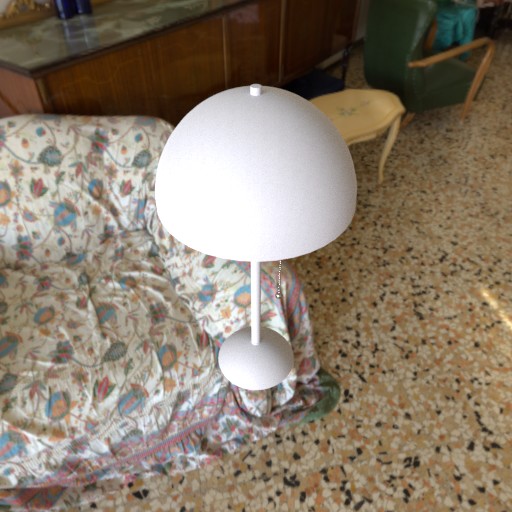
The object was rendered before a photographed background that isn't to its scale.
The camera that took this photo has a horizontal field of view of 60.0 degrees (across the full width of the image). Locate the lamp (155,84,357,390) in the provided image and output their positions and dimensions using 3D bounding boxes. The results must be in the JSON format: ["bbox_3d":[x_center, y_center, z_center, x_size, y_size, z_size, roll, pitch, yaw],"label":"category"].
[{"bbox_3d":[0.000,0.000,0.432,0.171,0.330,0.171,0,42,0],"label":"lamp"}]
